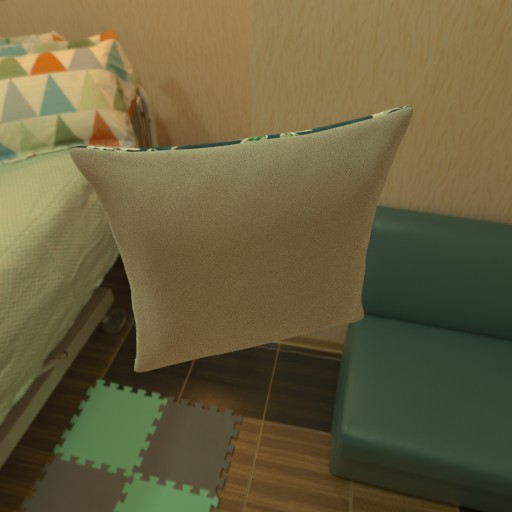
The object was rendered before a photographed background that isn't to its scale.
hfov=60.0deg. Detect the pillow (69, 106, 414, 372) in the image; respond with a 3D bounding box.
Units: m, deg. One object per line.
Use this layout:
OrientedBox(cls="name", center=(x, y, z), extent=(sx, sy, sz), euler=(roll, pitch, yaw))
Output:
OrientedBox(cls="pillow", center=(0.000, 0.000, 0.813), extent=(0.525, 0.508, 0.166), euler=(-11, 41, -13))
